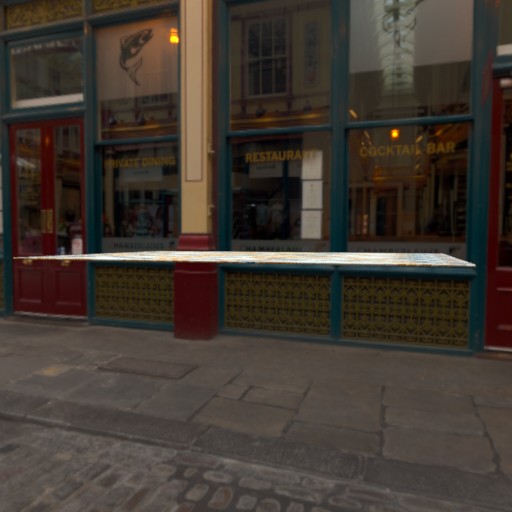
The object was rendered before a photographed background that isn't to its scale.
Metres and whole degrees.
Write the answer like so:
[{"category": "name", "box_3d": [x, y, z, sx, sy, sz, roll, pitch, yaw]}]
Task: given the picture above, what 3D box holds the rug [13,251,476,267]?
[{"category": "rug", "box_3d": [0.000, 0.000, 2.215, 1.827, 0.008, 1.230, 1, 2, 18]}]
